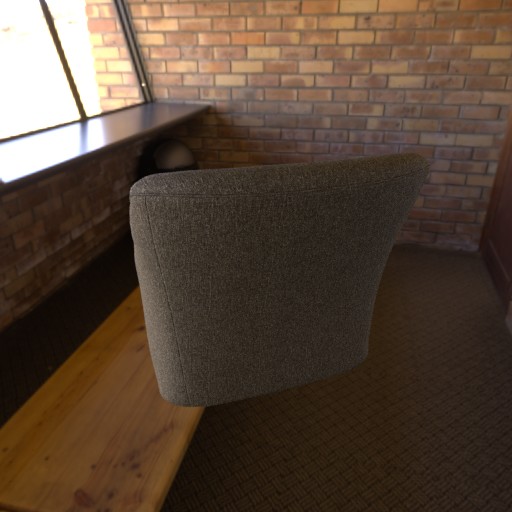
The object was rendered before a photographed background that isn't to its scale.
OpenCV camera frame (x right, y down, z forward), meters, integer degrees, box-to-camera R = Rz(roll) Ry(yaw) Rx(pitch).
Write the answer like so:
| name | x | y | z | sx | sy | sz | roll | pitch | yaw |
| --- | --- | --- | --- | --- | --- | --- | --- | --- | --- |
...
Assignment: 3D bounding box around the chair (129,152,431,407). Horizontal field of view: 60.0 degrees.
| name | x | y | z | sx | sy | sz | roll | pitch | yaw |
| --- | --- | --- | --- | --- | --- | --- | --- | --- | --- |
| chair | 0.000 | 0.000 | 1.599 | 0.864 | 0.856 | 0.923 | -8 | 26 | -18 |
